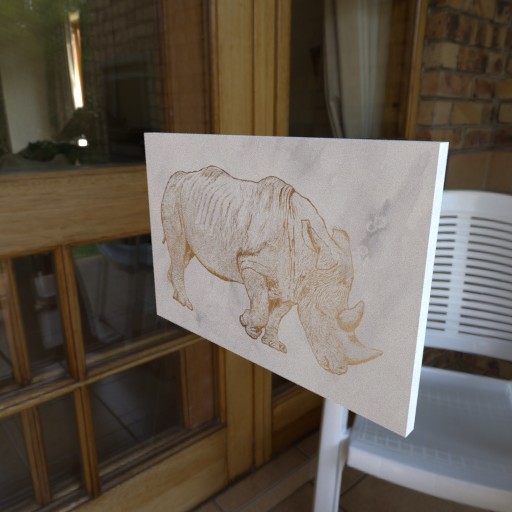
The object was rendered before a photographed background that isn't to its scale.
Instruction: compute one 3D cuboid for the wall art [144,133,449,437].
[{"bbox_3d":[0.000,0.000,1.171,0.915,0.610,0.038,15,23,41],"label":"wall art"}]
